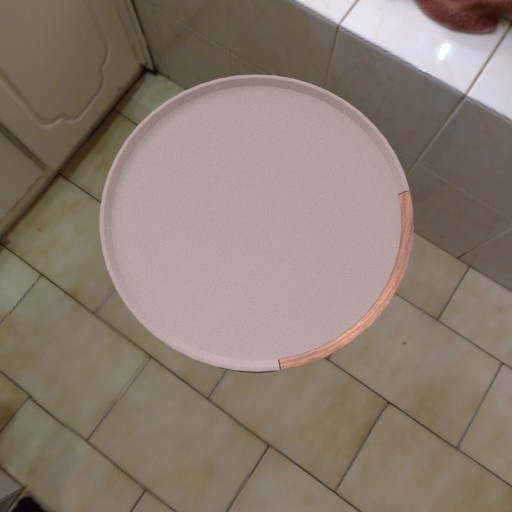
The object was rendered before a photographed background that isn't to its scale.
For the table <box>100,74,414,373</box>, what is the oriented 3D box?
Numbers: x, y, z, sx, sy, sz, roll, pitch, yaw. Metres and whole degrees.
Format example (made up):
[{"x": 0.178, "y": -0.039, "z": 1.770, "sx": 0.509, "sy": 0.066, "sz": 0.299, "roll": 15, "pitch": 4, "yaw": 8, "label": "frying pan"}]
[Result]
[{"x": 0.000, "y": 0.000, "z": 0.889, "sx": 0.450, "sy": 0.530, "sz": 0.450, "roll": 0, "pitch": 76, "yaw": 0, "label": "table"}]
